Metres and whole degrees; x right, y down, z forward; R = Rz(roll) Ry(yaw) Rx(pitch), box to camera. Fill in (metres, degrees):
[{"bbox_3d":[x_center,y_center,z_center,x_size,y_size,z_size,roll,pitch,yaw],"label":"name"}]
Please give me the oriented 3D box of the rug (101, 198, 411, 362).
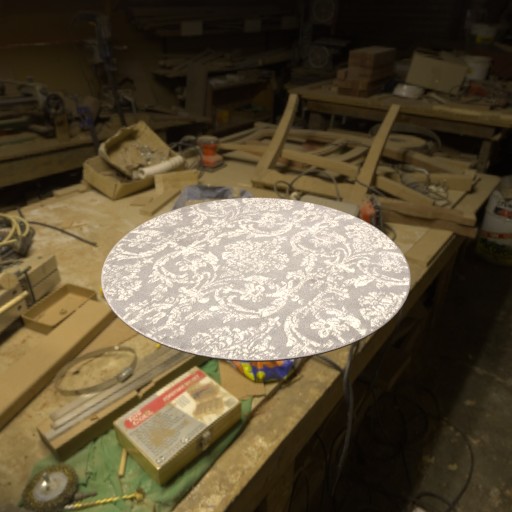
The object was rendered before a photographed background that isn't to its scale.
[{"bbox_3d":[0.000,0.000,2.378,1.593,0.012,1.593,0,30,0],"label":"rug"}]
